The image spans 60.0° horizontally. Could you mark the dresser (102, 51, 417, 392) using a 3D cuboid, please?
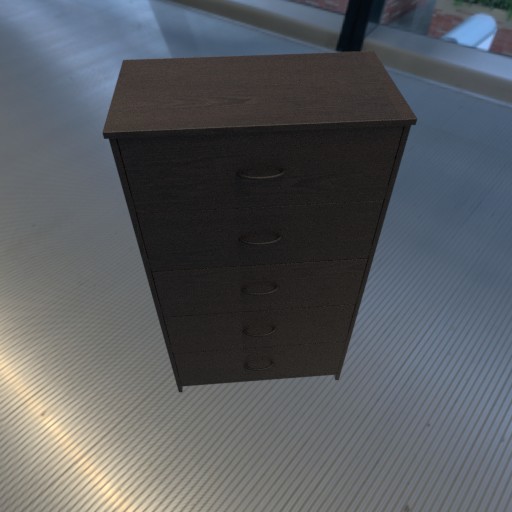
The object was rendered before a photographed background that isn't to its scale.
[{"bbox_3d":[0.000,0.000,1.572,0.704,1.254,0.418,-3,47,-3],"label":"dresser"}]
